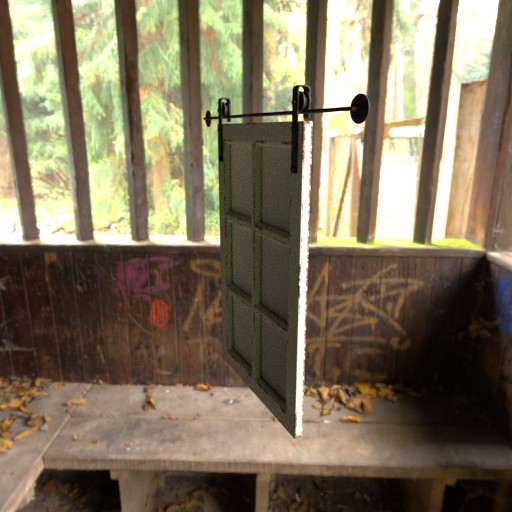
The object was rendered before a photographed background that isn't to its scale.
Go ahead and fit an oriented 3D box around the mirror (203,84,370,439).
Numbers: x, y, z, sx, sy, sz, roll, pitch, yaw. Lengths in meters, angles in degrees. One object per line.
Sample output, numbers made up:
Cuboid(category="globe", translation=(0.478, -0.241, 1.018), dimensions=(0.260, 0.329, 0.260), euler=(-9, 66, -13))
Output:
Cuboid(category="mirror", translation=(0.000, 0.000, 1.213), dimensions=(0.037, 0.844, 0.808), euler=(-8, 18, -26))
